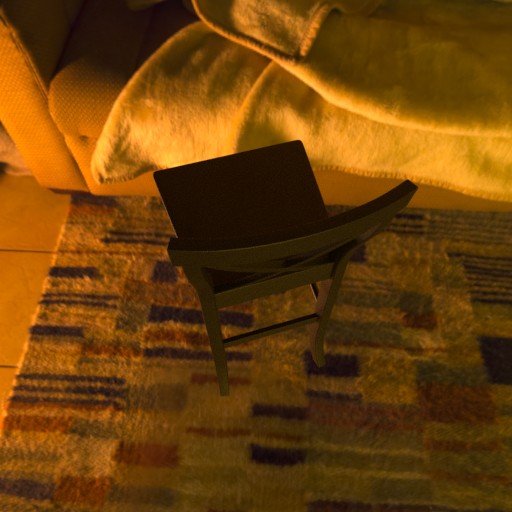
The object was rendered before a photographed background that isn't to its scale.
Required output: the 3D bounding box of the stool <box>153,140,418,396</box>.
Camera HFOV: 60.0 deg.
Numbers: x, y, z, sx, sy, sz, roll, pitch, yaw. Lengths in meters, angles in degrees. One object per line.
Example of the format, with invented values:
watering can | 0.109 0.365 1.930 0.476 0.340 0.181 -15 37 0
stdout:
stool | 0.000 0.000 1.275 0.452 0.989 0.559 -15 59 -9
